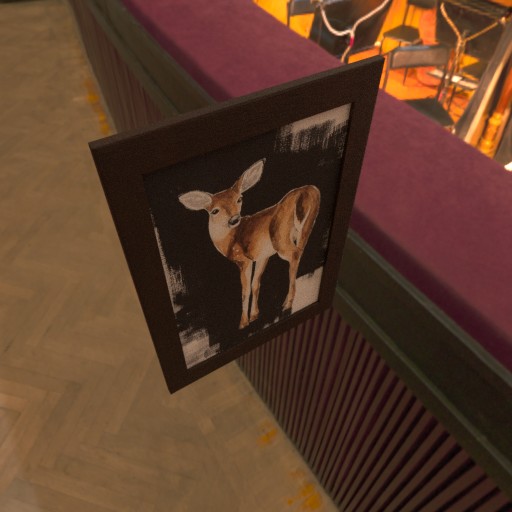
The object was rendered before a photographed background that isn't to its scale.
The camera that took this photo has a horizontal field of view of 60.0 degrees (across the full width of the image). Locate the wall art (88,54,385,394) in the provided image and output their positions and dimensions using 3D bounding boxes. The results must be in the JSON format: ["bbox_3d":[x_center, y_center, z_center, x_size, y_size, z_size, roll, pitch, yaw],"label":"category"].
[{"bbox_3d":[0.000,0.000,0.658,0.359,0.508,0.013,-25,52,-21],"label":"wall art"}]
